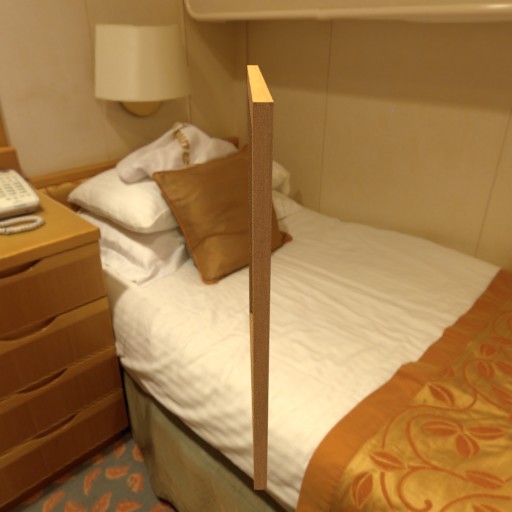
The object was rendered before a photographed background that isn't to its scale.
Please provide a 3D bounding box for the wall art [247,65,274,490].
[{"bbox_3d":[0.000,0.000,0.748,0.020,0.561,0.460,-1,27,-1],"label":"wall art"}]
